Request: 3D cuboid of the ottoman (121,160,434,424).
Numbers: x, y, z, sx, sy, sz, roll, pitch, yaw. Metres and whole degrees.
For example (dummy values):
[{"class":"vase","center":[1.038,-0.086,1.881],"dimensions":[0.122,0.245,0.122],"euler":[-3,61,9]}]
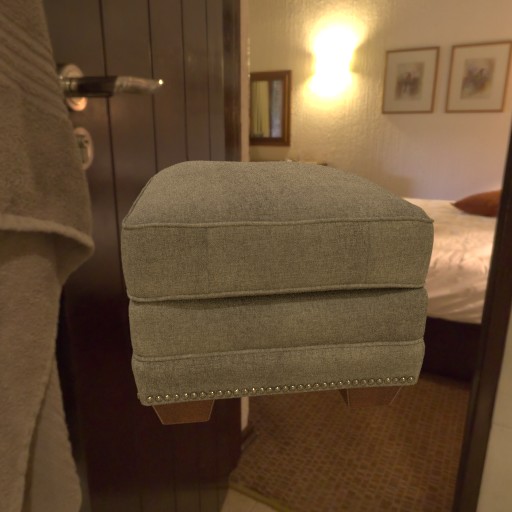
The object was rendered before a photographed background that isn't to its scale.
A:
[{"class":"ottoman","center":[0.000,0.000,1.140],"dimensions":[0.561,0.457,0.813],"euler":[-2,16,-7]}]
